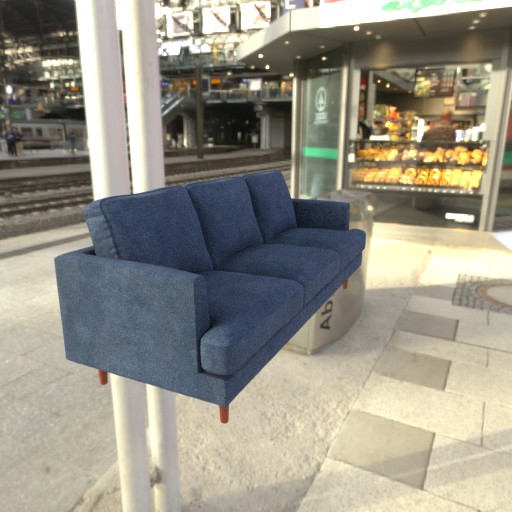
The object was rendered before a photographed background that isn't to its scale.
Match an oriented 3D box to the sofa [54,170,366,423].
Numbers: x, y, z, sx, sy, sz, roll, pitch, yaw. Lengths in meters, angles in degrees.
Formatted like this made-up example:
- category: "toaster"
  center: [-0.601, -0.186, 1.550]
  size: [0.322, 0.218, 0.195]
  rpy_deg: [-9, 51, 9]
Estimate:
- category: "sofa"
  center: [0.000, 0.000, 2.768]
  size: [0.903, 0.930, 2.246]
  rpy_deg: [7, 17, 25]
